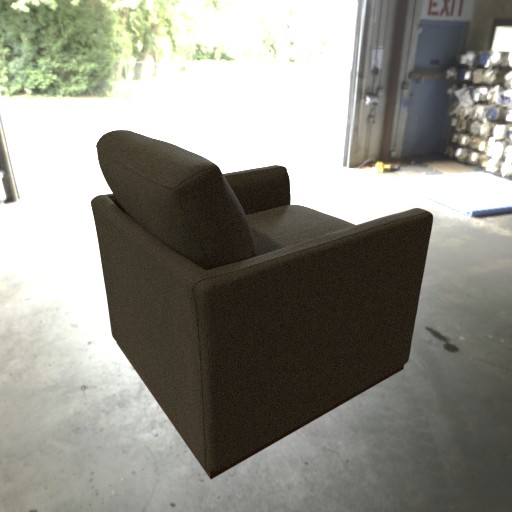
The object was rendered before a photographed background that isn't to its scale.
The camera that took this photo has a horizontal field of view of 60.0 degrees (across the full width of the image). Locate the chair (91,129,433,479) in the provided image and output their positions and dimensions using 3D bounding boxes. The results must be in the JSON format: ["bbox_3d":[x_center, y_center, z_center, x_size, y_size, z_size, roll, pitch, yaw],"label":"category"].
[{"bbox_3d":[0.000,0.000,1.474,0.834,0.811,0.763,-16,29,-31],"label":"chair"}]
